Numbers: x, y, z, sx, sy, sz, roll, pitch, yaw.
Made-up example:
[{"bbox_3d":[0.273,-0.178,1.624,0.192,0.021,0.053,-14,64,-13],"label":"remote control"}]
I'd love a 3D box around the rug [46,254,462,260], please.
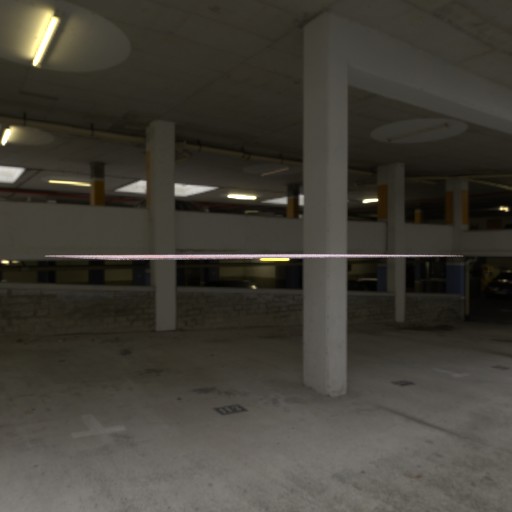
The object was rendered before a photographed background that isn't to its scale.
[{"bbox_3d":[0.000,0.000,2.327,1.829,0.005,1.219,0,1,-35],"label":"rug"}]
